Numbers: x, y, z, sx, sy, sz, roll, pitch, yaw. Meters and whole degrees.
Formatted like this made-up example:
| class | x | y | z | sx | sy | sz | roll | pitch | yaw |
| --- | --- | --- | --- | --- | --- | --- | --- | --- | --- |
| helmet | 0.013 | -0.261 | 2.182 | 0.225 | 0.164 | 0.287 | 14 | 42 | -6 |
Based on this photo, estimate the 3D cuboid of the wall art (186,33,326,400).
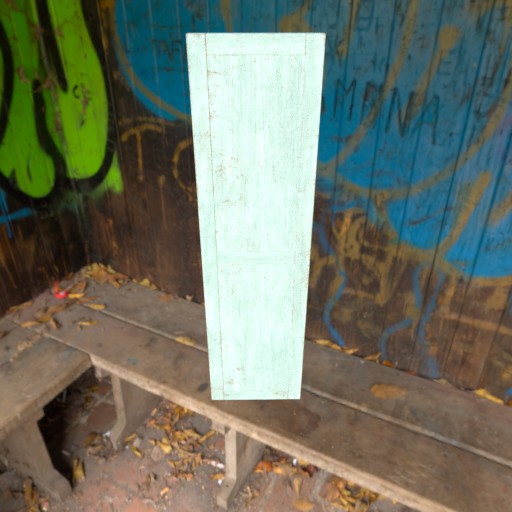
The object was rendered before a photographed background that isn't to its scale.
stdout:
| class | x | y | z | sx | sy | sz | roll | pitch | yaw |
| --- | --- | --- | --- | --- | --- | --- | --- | --- | --- |
| wall art | 0.000 | 0.000 | 1.355 | 0.329 | 1.219 | 0.025 | 0 | 30 | -1 |
